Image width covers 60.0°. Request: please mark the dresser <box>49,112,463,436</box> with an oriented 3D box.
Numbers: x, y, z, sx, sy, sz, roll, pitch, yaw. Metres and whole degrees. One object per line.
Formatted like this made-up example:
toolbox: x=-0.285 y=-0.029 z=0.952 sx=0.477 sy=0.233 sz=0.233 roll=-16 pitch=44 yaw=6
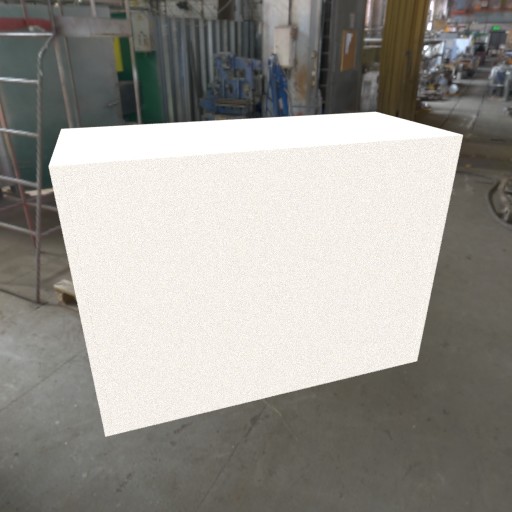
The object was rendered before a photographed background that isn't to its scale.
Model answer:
dresser: x=0.000 y=0.000 z=1.494 sx=1.100 sy=0.820 sz=0.460 roll=-8 pitch=27 yaw=-16
